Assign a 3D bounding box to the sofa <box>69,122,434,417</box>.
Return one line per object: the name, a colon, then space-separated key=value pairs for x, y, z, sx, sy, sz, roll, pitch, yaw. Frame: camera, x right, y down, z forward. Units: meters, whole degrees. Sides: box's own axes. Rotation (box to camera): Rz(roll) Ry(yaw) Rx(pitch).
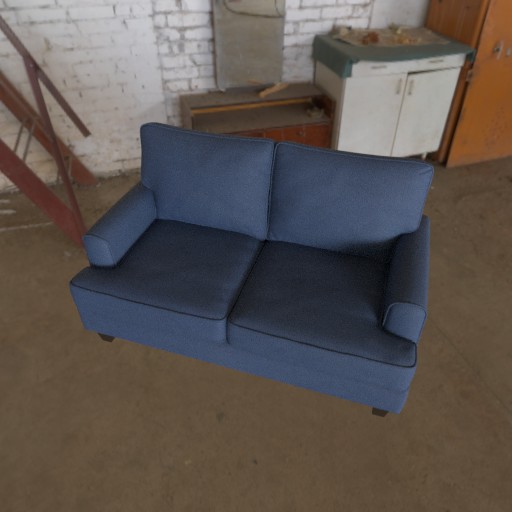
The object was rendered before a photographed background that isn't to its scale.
sofa: x=0.000 y=0.000 z=2.250 sx=1.651 sy=0.965 sz=0.965 roll=12 pitch=41 yaw=14
